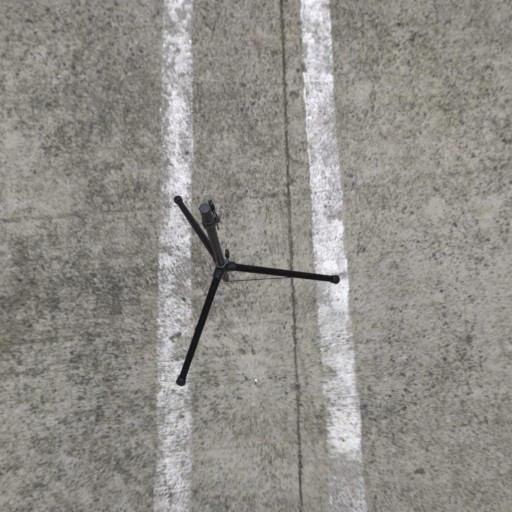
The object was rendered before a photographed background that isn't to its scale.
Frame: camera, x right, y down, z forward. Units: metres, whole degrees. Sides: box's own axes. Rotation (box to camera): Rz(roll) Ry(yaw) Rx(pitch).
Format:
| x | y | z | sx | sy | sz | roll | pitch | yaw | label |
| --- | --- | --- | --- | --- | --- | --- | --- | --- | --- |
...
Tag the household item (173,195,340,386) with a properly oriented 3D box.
| x | y | z | sx | sy | sz | roll | pitch | yaw | label |
| --- | --- | --- | --- | --- | --- | --- | --- | --- | --- |
| 0.000 | 0.000 | 1.875 | 0.907 | 1.136 | 1.045 | -2 | 74 | -1 | household item |
